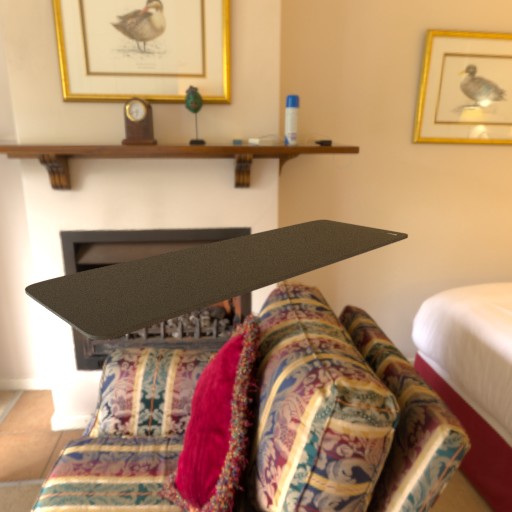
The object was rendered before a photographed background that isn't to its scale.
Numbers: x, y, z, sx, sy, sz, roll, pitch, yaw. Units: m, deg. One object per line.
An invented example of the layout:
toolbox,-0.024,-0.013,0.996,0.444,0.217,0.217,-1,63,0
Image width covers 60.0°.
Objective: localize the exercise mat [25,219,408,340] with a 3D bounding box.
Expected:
exercise mat,0.000,0.000,2.078,1.869,0.021,0.616,-15,22,-42
